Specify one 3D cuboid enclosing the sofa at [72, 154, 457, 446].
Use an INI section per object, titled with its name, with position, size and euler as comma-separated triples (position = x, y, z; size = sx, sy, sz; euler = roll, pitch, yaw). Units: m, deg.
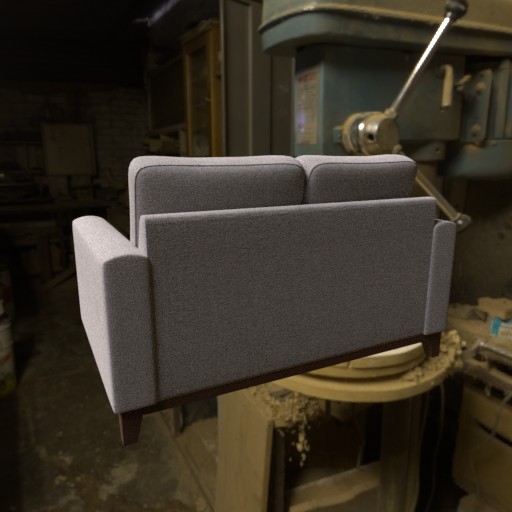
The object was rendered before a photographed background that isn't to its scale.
[sofa]
position = 0.000, 0.000, 1.957
size = 1.420, 0.873, 0.917
euler = -7, 15, -26
